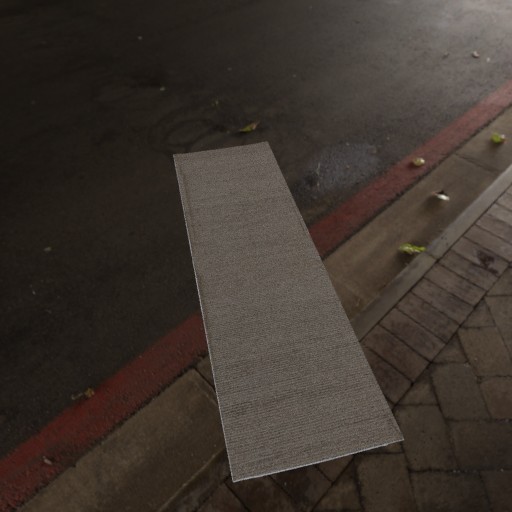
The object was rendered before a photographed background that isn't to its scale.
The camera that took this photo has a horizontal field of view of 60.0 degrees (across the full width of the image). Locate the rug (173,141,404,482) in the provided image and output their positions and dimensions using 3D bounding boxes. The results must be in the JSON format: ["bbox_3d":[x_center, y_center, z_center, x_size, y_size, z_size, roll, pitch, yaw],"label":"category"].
[{"bbox_3d":[0.000,0.000,2.617,0.741,0.014,2.390,-9,47,-9],"label":"rug"}]
